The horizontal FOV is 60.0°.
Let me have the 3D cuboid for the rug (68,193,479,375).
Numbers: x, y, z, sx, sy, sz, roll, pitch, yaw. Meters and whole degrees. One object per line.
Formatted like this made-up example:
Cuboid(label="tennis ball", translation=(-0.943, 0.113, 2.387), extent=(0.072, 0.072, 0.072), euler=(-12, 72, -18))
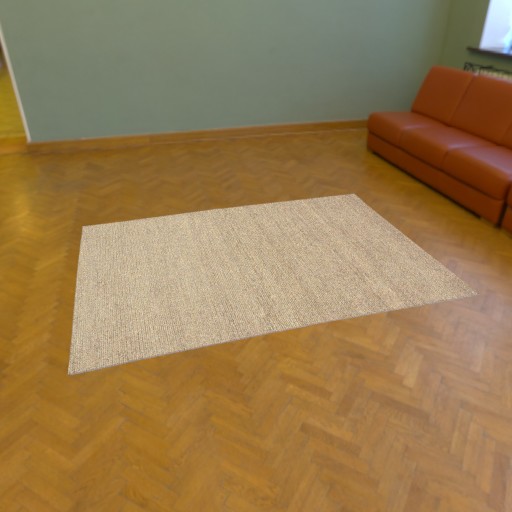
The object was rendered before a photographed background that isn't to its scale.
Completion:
Cuboid(label="rug", translation=(0.000, 0.000, 3.048), extent=(2.342, 0.030, 1.609), euler=(-8, 32, -14))
